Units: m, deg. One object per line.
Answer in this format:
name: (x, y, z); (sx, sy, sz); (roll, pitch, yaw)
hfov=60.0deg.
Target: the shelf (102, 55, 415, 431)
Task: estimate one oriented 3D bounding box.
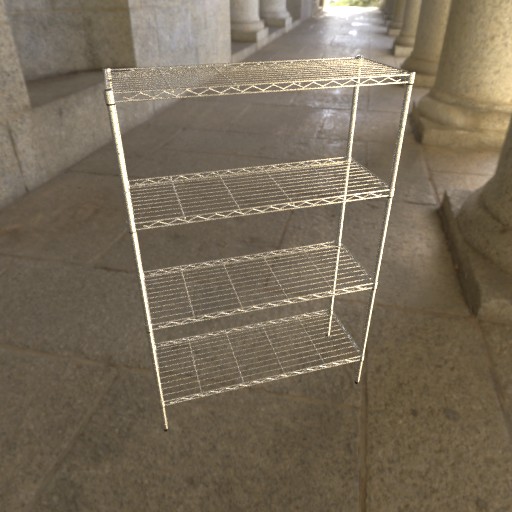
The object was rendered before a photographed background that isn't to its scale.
shelf: (0.000, 0.000, 1.728); (0.907, 1.360, 0.352); (-9, 33, -14)
